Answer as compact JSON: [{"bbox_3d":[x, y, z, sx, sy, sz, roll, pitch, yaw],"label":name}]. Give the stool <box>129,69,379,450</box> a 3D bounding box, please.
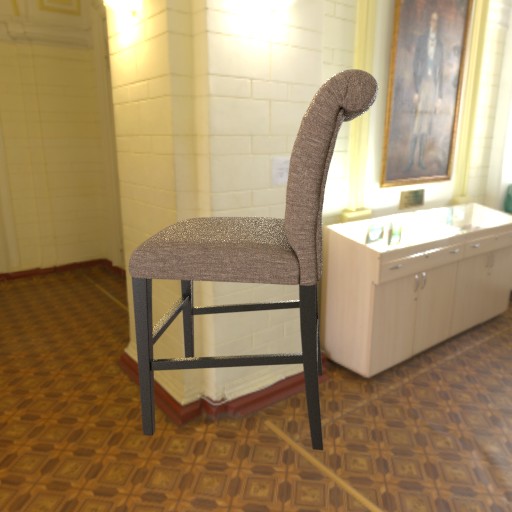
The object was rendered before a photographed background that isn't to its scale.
[{"bbox_3d":[0.000,0.000,1.316,0.611,0.970,0.457,2,15,8],"label":"stool"}]
